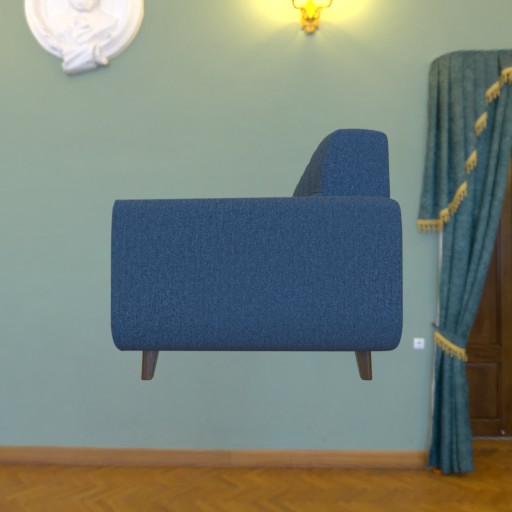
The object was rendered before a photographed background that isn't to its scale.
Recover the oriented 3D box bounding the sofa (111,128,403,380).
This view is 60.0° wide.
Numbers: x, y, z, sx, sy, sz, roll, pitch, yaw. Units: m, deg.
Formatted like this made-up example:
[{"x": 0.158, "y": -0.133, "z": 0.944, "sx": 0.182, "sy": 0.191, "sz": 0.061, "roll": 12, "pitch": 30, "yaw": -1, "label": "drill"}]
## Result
[{"x": 0.000, "y": 0.000, "z": 2.213, "sx": 0.942, "sy": 0.896, "sz": 1.651, "roll": 0, "pitch": -1, "yaw": 0, "label": "sofa"}]
